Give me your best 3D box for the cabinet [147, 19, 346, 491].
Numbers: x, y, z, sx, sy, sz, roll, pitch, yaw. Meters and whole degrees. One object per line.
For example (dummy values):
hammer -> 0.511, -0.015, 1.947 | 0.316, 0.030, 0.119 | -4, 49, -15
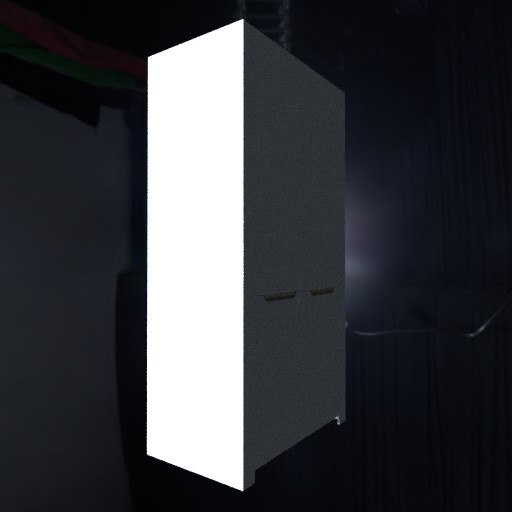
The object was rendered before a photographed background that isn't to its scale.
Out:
cabinet -> 0.000, 0.000, 2.364 | 0.580, 1.920, 0.980 | 0, -1, 36
